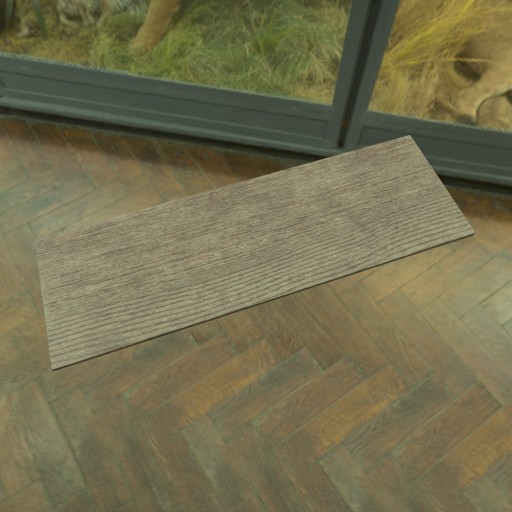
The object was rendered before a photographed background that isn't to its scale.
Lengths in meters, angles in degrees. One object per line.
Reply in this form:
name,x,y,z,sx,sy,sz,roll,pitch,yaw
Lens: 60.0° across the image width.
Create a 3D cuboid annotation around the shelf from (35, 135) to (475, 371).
shelf,0.000,0.000,0.699,0.610,0.125,0.200,-17,64,-9
